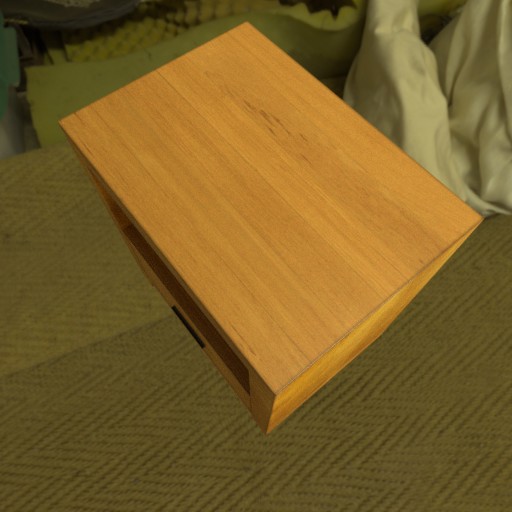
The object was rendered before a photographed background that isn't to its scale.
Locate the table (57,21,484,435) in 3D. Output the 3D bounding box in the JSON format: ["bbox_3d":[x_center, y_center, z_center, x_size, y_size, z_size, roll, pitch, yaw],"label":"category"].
[{"bbox_3d":[0.000,0.000,0.947,0.400,0.605,0.550,-36,69,-16],"label":"table"}]
